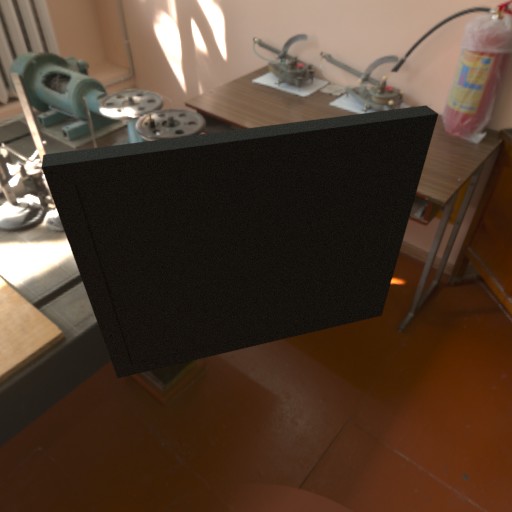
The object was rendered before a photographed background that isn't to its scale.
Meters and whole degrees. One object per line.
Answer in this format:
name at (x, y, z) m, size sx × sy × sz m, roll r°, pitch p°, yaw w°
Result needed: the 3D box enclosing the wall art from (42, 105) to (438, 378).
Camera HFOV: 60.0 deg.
wall art at (0.000, 0.000, 0.553) m, size 0.404 × 0.329 × 0.024 m, roll -11°, pitch 42°, yaw -12°
